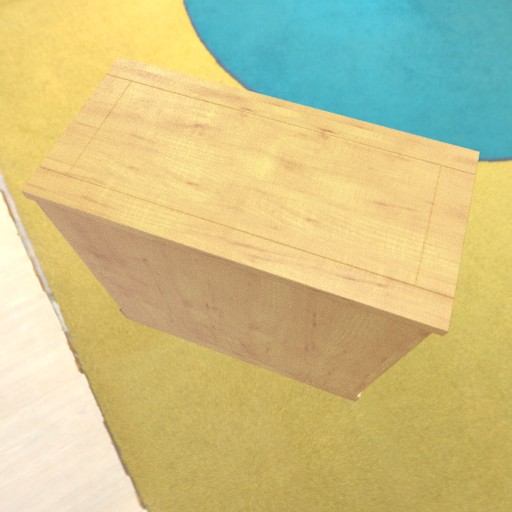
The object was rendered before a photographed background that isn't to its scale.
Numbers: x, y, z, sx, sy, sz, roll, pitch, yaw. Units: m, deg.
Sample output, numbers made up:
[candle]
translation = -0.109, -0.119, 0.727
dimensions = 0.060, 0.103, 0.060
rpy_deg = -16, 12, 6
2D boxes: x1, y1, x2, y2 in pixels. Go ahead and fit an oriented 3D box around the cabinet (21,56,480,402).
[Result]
[cabinet]
translation = 0.000, 0.000, 1.358
dimensions = 0.920, 0.840, 0.450
rpy_deg = 18, 65, 9
